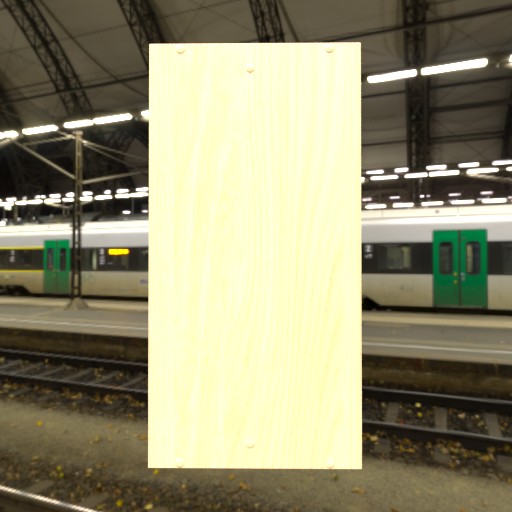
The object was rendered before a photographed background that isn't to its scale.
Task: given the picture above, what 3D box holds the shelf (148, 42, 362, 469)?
[{"bbox_3d":[0.000,0.000,0.762,0.297,0.594,0.290,0,-1,1],"label":"shelf"}]
